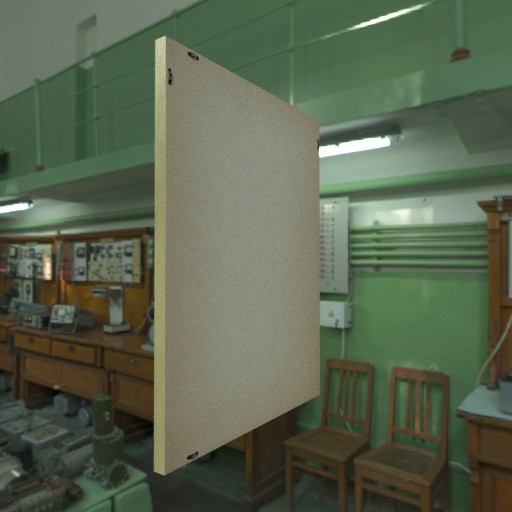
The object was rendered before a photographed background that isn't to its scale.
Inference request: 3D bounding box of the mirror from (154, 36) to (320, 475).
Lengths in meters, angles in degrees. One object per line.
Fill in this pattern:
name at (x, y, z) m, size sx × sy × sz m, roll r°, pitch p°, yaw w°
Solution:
mirror at (0.000, 0.000, 1.341) m, size 0.040 × 1.016 × 0.762 m, roll -1°, pitch -1°, yaw 36°
